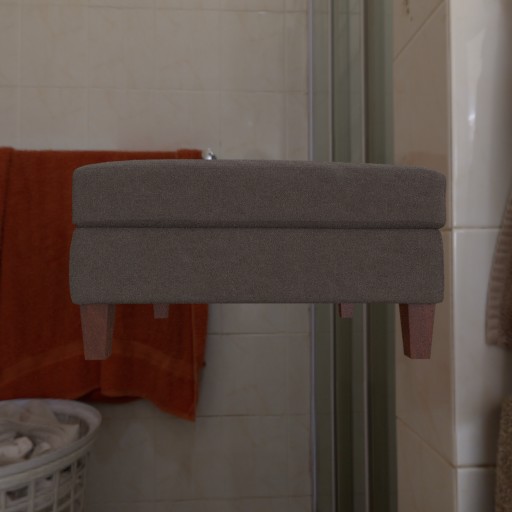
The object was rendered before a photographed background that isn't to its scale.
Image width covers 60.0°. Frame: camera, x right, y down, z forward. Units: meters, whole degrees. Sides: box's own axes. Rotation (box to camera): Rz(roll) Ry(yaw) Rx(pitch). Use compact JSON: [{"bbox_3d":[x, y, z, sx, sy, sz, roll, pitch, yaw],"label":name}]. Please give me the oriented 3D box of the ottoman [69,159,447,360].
[{"bbox_3d":[0.000,0.000,1.408,0.861,0.482,0.881,0,-1,-1],"label":"ottoman"}]
